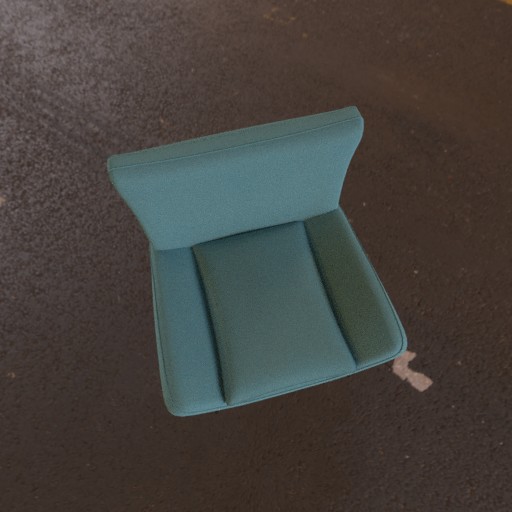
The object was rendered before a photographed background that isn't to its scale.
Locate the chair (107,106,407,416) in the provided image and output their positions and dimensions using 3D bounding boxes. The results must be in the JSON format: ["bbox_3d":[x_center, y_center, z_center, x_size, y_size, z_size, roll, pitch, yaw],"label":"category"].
[{"bbox_3d":[0.000,0.000,1.696,0.859,0.855,1.008,-13,65,-6],"label":"chair"}]
